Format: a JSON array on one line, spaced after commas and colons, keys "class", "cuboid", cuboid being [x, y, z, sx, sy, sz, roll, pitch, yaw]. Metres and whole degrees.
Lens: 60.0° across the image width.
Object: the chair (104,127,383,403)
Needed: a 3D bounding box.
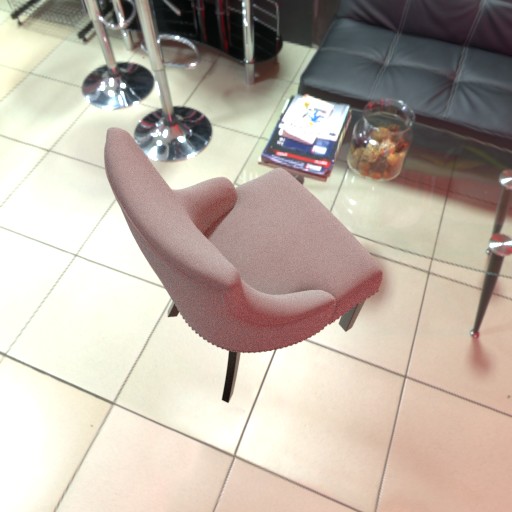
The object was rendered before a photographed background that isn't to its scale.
[{"class": "chair", "cuboid": [0.000, 0.000, 1.362, 0.629, 0.909, 0.566, -31, 63, -18]}]
